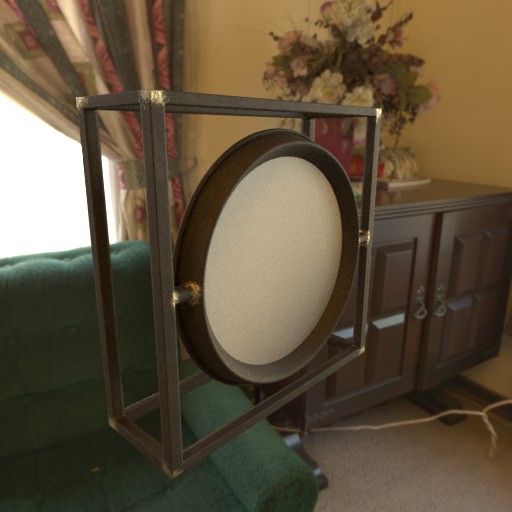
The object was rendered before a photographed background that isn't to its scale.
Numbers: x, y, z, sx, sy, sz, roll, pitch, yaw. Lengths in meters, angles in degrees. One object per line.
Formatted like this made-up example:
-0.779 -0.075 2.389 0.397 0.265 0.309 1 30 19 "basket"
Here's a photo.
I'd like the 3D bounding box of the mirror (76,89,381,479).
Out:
0.000 0.000 0.466 0.107 0.303 0.306 14 21 42 "mirror"
